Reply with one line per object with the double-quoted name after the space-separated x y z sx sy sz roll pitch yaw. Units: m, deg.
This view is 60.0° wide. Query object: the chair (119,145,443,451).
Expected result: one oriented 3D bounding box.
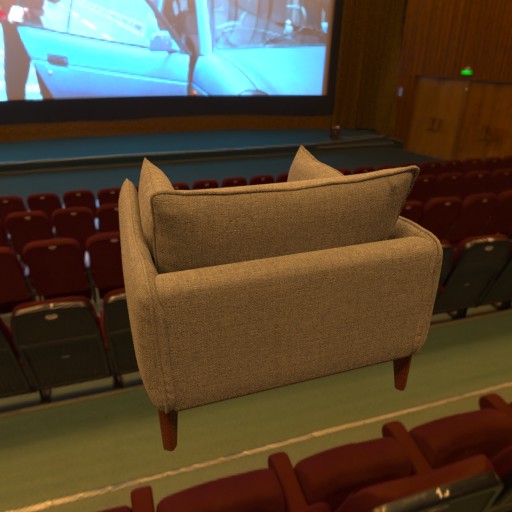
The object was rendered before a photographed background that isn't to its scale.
0.000 0.000 1.720 0.993 0.839 0.976 -8 28 -16 "chair"
